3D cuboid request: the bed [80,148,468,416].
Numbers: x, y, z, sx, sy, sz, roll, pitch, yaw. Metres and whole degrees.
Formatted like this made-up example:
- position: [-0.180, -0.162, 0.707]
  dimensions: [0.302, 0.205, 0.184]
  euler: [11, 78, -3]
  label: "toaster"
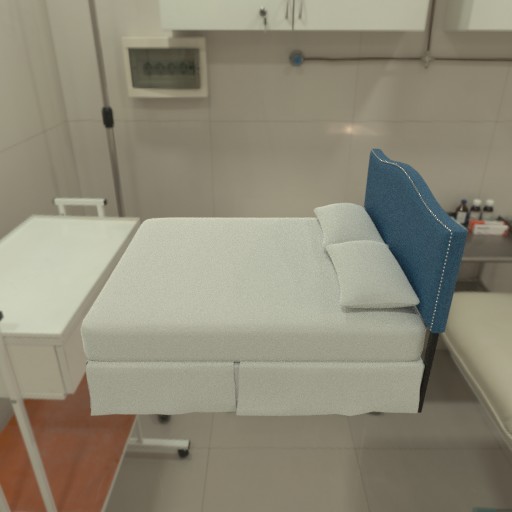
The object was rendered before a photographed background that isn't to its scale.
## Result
- position: [0.000, 0.000, 2.881]
  dimensions: [1.872, 1.169, 1.610]
  euler: [0, 27, 0]
  label: "bed"
